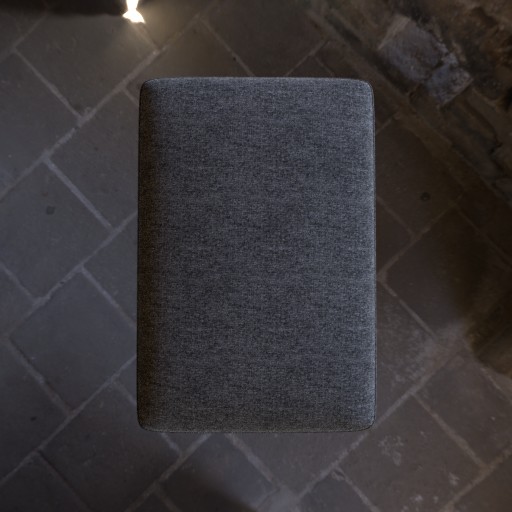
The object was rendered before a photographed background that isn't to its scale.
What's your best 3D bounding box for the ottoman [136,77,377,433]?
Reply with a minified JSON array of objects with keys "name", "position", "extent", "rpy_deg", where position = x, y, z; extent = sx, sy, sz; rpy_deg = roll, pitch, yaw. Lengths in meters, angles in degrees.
[{"name":"ottoman","position":[0.000,0.000,1.228],"extent":[0.584,0.483,0.864],"rpy_deg":[0,88,-1]}]
